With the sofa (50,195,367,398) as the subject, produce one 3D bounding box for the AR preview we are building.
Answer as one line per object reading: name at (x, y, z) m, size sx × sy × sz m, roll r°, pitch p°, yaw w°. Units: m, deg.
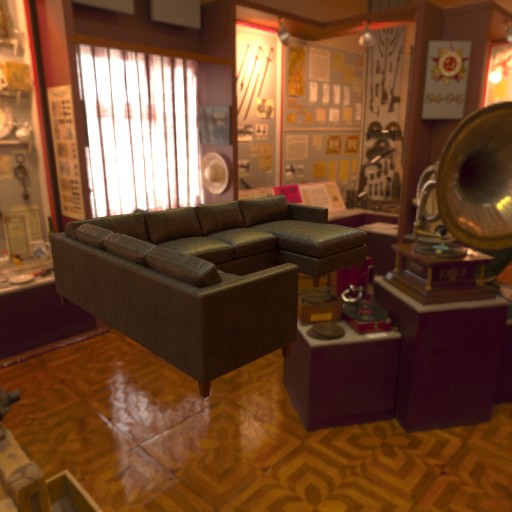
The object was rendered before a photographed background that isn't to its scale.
sofa at (0.000, 0.000, 4.719) m, size 3.324 × 0.891 × 2.452 m, roll -14°, pitch 21°, yaw -42°
